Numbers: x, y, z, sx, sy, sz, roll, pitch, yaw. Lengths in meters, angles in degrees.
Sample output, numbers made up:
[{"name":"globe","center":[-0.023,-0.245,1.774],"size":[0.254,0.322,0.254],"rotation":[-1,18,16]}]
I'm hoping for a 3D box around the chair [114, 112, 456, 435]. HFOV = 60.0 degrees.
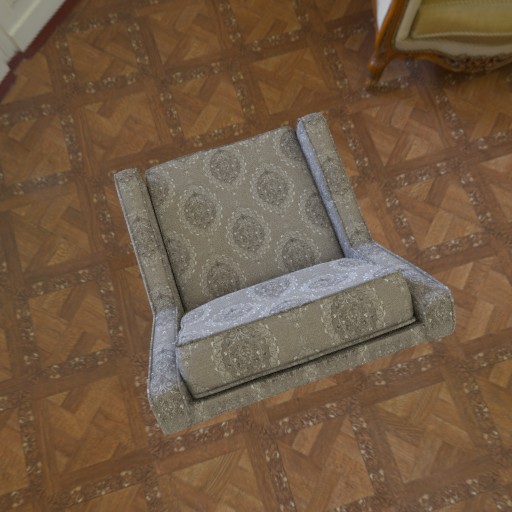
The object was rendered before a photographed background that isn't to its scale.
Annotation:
[{"name":"chair","center":[0.000,0.000,1.314],"size":[0.665,0.797,0.750],"rotation":[-18,76,-5]}]
